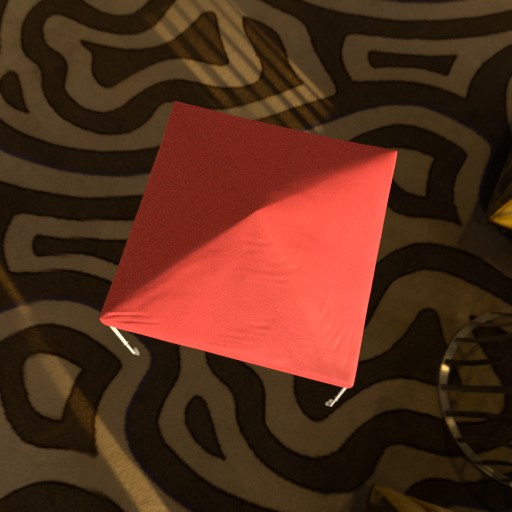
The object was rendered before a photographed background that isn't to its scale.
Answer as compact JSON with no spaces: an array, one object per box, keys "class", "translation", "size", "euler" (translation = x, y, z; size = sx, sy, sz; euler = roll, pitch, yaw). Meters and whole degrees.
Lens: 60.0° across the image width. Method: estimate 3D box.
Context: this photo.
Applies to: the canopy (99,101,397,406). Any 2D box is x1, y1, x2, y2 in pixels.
[{"class":"canopy","translation":[0.000,0.000,6.462],"size":[3.600,3.600,3.599],"euler":[14,75,4]}]
